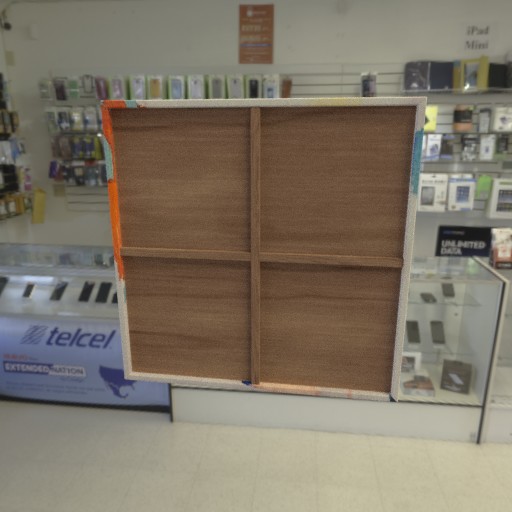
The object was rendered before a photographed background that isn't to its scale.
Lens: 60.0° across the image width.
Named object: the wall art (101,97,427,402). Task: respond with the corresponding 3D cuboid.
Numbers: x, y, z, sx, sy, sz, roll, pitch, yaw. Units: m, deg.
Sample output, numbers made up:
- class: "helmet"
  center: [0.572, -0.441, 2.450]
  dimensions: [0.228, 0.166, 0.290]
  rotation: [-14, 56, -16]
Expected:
- class: "wall art"
  center: [0.000, 0.000, 1.218]
  dimensions: [0.814, 0.814, 0.037]
  rotation: [2, 15, 8]
